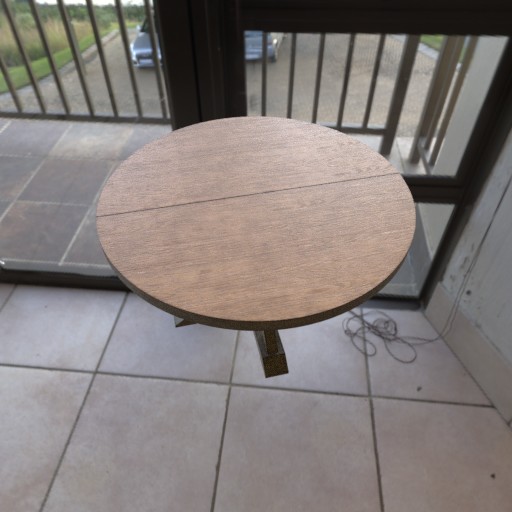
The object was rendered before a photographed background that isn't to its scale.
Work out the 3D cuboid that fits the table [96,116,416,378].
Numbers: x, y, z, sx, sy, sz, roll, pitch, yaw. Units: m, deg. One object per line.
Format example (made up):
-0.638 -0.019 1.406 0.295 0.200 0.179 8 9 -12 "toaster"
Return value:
0.000 0.000 2.221 1.363 0.781 1.363 0 46 0 "table"
